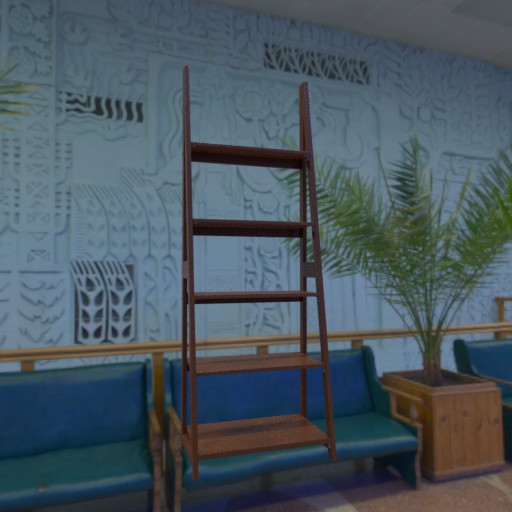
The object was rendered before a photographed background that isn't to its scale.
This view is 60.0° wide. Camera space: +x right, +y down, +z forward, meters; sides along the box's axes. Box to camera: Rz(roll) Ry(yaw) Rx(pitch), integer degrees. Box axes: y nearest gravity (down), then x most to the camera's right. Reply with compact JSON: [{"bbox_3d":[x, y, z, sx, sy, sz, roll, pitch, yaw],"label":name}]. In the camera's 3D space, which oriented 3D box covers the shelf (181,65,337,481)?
[{"bbox_3d":[0.000,0.000,2.024,0.630,1.780,0.356,0,-2,-17],"label":"shelf"}]
